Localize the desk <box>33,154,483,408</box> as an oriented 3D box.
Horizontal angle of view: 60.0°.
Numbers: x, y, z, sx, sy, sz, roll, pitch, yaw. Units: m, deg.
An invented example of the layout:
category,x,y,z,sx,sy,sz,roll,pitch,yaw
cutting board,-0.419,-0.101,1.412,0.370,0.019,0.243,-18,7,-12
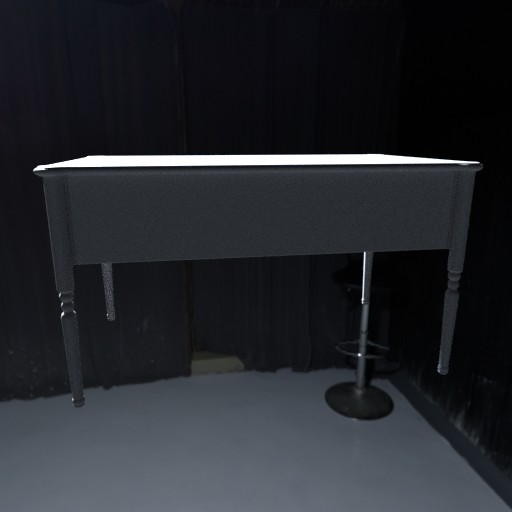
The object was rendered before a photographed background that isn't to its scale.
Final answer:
category,x,y,z,sx,sy,sz,roll,pitch,yaw
desk,0.000,0.000,1.777,1.380,0.762,0.807,-2,15,-9
